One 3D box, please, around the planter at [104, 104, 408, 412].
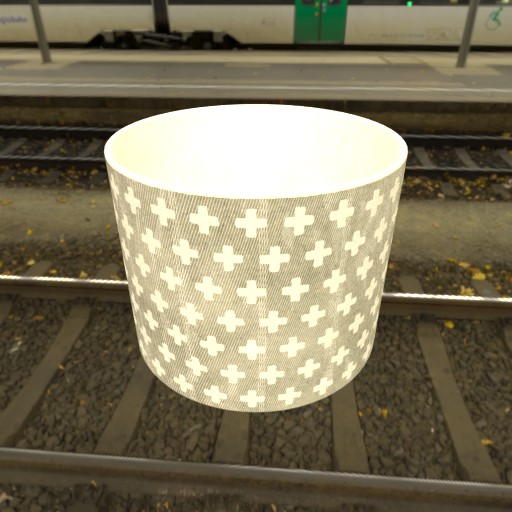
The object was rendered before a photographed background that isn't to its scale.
[{"bbox_3d":[0.000,0.000,0.441,0.250,0.239,0.250,0,31,0],"label":"planter"}]
